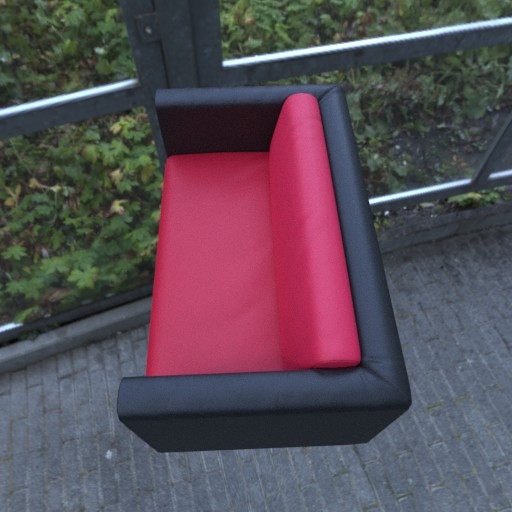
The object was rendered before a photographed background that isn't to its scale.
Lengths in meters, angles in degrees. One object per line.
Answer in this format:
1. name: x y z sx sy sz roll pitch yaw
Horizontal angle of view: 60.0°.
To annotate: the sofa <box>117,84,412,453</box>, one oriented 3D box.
1. sofa: 0.000 0.000 1.855 0.845 0.735 1.410 -2 58 -1
